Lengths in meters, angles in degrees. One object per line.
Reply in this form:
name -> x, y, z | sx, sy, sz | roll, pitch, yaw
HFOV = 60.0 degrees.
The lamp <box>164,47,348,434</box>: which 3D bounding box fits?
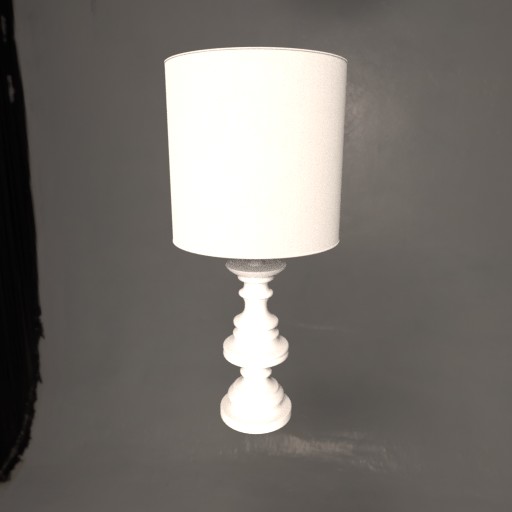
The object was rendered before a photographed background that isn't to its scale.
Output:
lamp -> 0.000, 0.000, 0.570 | 0.208, 0.455, 0.208 | 2, 15, 9
